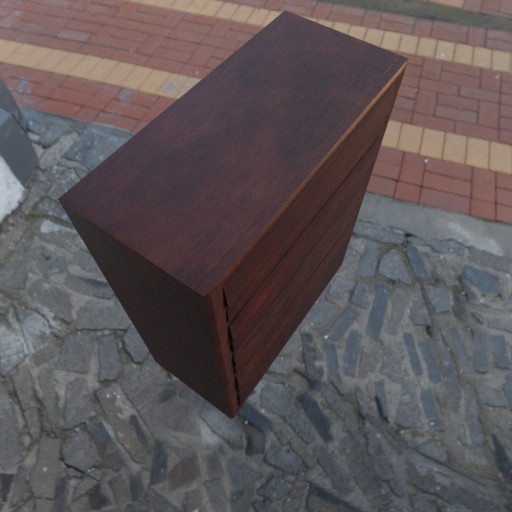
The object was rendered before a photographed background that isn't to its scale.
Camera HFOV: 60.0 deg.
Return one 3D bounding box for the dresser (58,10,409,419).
[{"bbox_3d":[0.000,0.000,1.950,0.506,1.514,1.072,31,63,18],"label":"dresser"}]
